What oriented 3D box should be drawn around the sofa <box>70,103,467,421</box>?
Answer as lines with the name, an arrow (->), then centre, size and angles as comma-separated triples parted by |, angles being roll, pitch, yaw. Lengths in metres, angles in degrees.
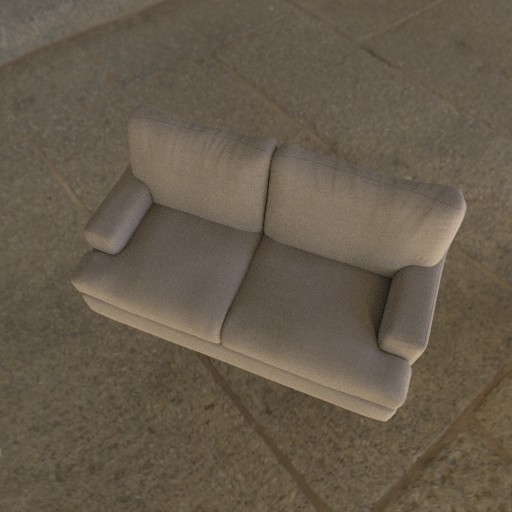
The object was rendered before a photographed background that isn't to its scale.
sofa -> 0.000, 0.000, 2.354 | 1.855, 0.980, 0.962 | 18, 59, 11
